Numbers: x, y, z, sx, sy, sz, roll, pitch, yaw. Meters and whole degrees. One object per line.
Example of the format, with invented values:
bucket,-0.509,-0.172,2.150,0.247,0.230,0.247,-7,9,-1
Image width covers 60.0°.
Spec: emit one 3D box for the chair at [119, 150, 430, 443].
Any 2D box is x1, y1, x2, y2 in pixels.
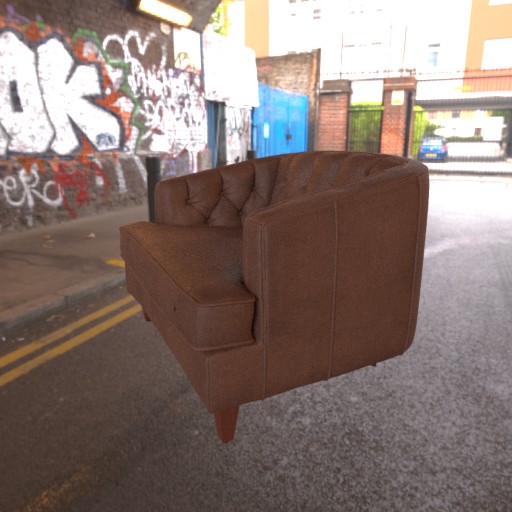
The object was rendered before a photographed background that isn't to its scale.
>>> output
chair,0.000,0.000,1.722,0.914,0.787,1.118,-7,16,-25
